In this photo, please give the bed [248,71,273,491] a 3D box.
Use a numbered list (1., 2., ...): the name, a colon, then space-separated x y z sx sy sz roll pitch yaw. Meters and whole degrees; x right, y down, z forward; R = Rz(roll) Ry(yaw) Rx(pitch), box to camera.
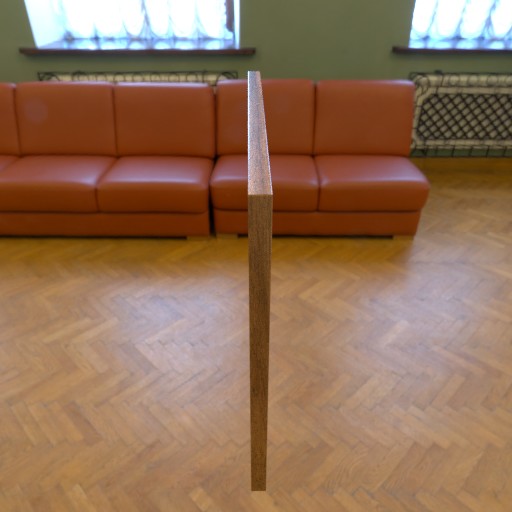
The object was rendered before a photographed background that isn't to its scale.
1. bed: 0.000 0.000 1.454 0.043 0.940 1.041 0 33 -1
